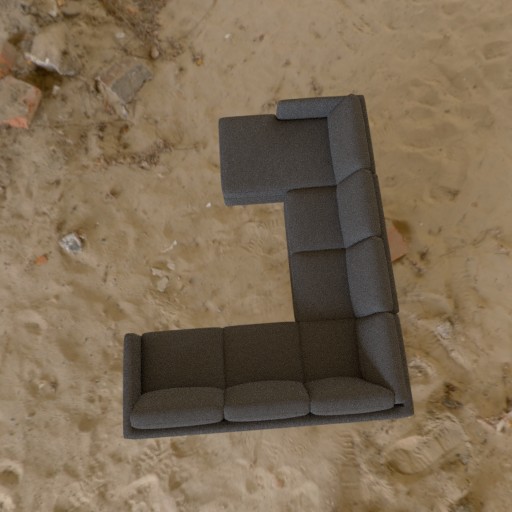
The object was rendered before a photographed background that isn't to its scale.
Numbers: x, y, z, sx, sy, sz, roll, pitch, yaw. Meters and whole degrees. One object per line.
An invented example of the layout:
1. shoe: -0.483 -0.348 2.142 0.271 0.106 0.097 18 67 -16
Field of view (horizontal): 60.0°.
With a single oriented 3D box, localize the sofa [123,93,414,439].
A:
1. sofa: 0.000 0.000 4.466 2.551 0.853 3.238 -4 75 -1
